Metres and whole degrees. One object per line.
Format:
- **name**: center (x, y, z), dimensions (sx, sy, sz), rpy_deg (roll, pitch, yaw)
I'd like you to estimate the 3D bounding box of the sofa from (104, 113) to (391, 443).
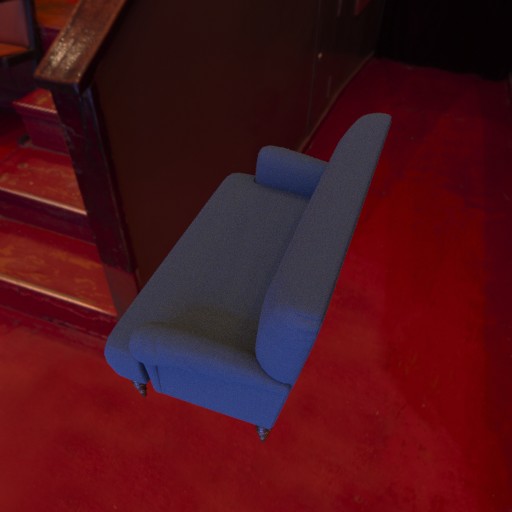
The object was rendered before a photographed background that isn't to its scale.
- **sofa**: center (0.000, 0.000, 1.859), dimensions (0.779, 0.889, 1.297), rpy_deg (15, 47, 15)
